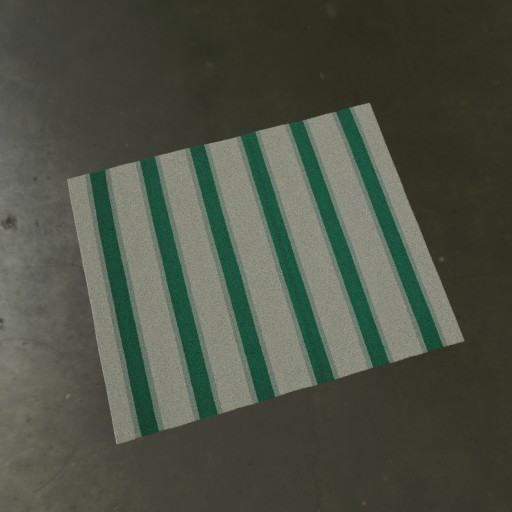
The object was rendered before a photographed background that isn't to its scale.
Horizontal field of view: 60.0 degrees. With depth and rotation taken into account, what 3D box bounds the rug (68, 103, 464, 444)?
[{"bbox_3d":[0.000,0.000,4.004,3.041,0.019,2.434,-15,75,-4],"label":"rug"}]
